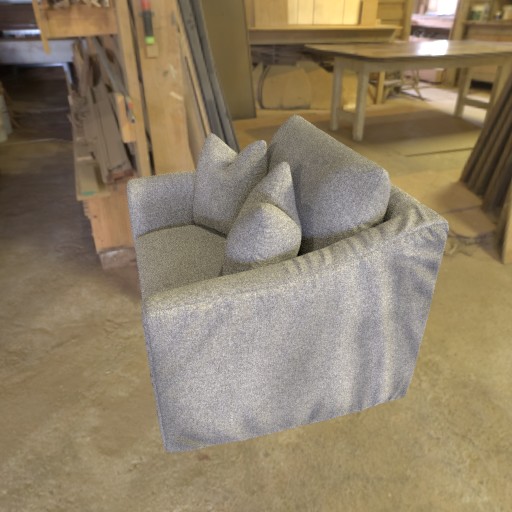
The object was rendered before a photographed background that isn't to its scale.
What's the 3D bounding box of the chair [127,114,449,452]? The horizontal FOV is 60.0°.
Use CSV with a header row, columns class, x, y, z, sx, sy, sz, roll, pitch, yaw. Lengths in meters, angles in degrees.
class,x,y,z,sx,sy,sz,roll,pitch,yaw
chair,0.000,0.000,2.039,1.071,1.059,1.194,-9,31,-14
